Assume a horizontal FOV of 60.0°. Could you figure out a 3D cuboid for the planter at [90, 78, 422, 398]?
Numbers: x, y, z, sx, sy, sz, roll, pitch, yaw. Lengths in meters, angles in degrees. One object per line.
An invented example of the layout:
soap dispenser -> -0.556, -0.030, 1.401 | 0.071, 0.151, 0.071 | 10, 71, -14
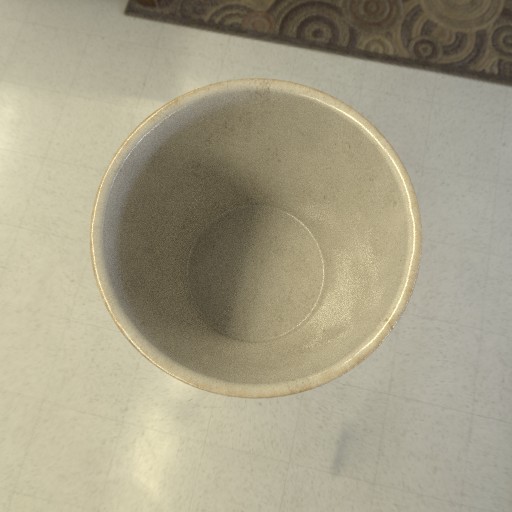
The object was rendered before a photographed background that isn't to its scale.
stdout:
planter -> 0.000, 0.000, 0.337 | 0.192, 0.165, 0.192 | 0, 77, 0
